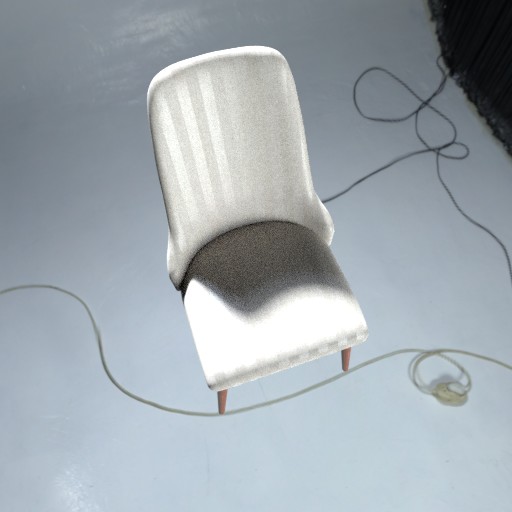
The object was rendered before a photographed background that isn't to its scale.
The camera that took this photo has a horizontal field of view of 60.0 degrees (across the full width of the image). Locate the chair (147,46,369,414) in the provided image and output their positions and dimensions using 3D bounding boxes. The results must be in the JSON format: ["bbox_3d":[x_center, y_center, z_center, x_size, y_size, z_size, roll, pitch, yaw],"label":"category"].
[{"bbox_3d":[0.000,0.000,1.327,0.526,0.917,0.684,-17,65,-8],"label":"chair"}]
